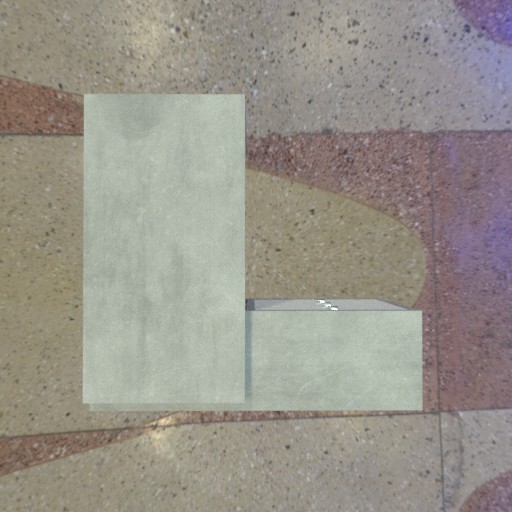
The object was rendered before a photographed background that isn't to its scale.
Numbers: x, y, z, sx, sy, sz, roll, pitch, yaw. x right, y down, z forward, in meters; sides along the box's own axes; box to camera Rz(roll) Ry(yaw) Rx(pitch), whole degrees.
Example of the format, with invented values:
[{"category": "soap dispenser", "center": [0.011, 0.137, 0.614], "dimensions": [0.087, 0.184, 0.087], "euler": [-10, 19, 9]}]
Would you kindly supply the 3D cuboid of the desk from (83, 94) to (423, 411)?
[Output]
[{"category": "desk", "center": [0.000, 0.000, 2.291], "dimensions": [1.500, 0.740, 1.400], "euler": [0, 89, 0]}]
